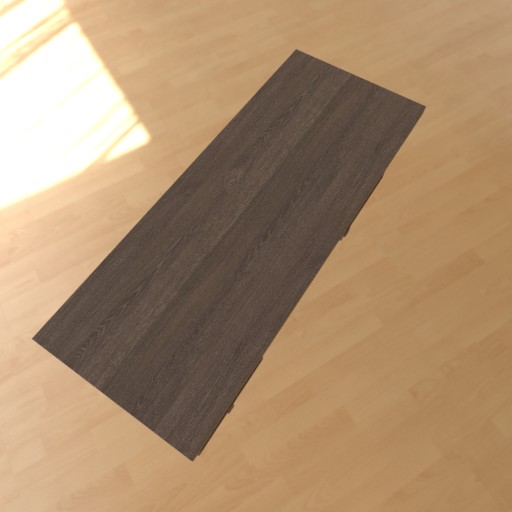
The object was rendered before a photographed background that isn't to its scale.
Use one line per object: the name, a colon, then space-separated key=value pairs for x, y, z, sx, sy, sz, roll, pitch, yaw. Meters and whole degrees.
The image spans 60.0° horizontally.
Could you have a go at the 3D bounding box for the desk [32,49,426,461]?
desk: x=0.000 y=0.000 z=1.876 sx=0.600 sy=0.760 sz=1.524 roll=31 pitch=67 yaw=14
